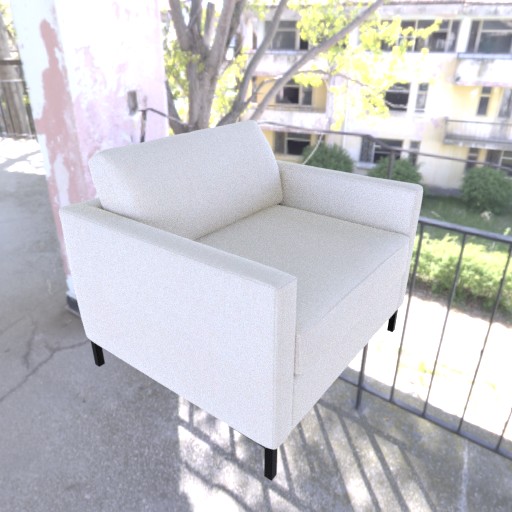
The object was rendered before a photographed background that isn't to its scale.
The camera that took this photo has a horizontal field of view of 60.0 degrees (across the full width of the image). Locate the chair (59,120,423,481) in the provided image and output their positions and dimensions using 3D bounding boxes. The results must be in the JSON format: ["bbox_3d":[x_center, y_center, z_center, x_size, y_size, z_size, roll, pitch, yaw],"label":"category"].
[{"bbox_3d":[0.000,0.000,1.584,0.875,0.806,0.964,18,31,33],"label":"chair"}]
